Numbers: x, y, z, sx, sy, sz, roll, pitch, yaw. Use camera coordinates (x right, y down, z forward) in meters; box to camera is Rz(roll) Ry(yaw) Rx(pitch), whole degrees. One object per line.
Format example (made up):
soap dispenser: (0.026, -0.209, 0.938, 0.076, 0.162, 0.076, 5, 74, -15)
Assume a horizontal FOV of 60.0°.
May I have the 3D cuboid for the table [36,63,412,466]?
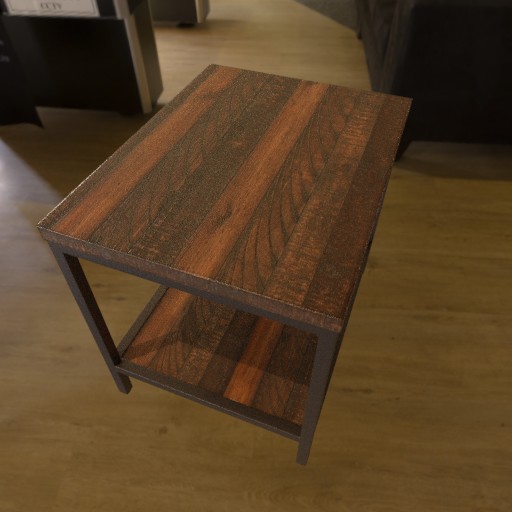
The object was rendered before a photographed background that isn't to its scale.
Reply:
table: (0.000, 0.000, 1.112, 0.524, 0.612, 0.678, 16, 49, 15)
